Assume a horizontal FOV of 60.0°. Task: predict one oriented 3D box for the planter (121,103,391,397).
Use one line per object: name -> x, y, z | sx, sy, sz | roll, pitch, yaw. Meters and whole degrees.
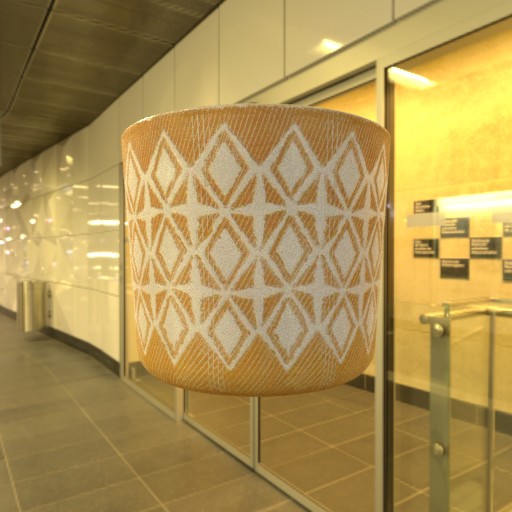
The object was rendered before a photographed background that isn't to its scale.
planter -> 0.000, 0.000, 0.332 | 0.193, 0.165, 0.193 | 0, 0, 0
